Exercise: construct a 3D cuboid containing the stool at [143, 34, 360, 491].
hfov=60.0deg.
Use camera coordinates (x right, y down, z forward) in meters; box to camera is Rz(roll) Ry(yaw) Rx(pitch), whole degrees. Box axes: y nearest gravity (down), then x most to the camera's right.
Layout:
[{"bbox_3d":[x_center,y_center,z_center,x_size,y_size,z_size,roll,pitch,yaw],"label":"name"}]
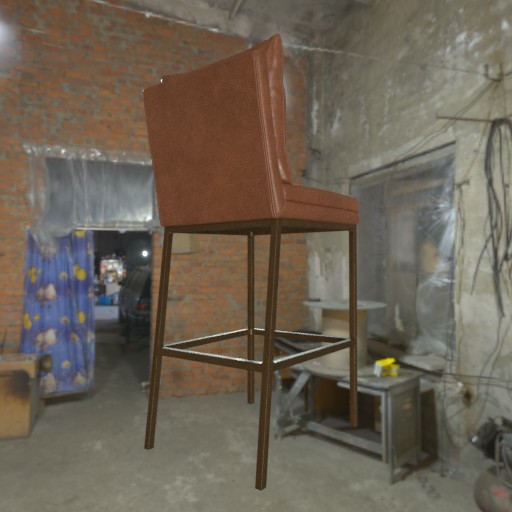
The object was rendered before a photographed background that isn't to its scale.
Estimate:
[{"bbox_3d":[0.000,0.000,1.398,0.463,1.124,0.571,-1,-2,36],"label":"stool"}]
